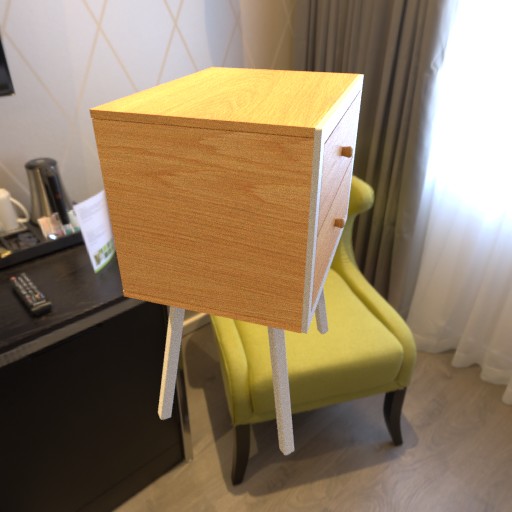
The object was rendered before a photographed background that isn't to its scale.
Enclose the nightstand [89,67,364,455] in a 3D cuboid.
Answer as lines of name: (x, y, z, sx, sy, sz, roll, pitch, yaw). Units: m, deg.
nightstand: (0.000, 0.000, 0.839, 0.316, 0.601, 0.400, 9, 32, 16)
